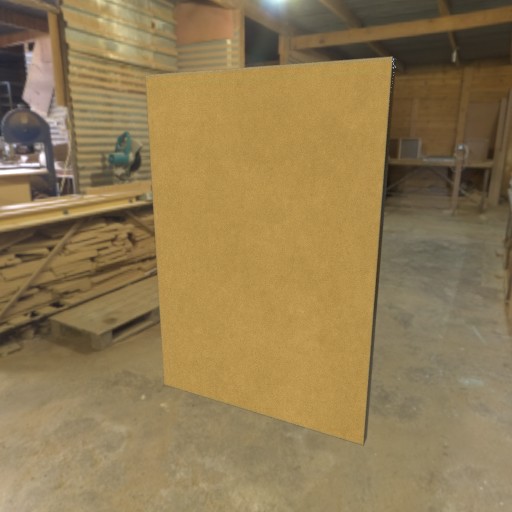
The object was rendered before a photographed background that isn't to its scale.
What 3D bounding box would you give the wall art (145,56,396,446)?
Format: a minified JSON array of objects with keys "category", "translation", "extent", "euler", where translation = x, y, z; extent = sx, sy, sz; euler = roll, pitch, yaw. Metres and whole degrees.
[{"category":"wall art","translation":[0.000,0.000,0.577],"extent":[0.314,0.455,0.019],"euler":[8,17,26]}]
